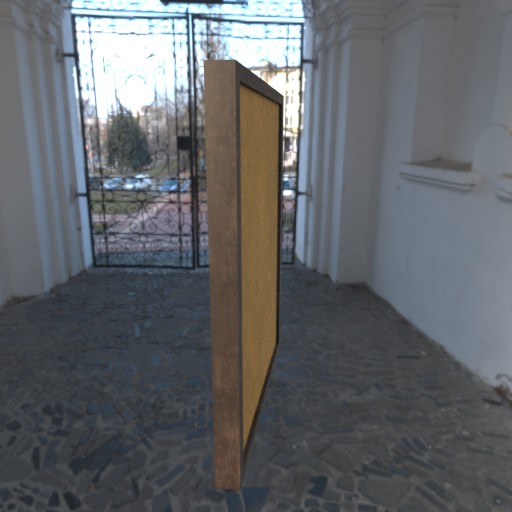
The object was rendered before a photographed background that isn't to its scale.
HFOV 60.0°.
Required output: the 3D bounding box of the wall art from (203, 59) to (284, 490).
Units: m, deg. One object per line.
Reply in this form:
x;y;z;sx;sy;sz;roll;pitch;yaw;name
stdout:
0.000;0.000;0.556;0.027;0.406;0.329;3;15;10;wall art
